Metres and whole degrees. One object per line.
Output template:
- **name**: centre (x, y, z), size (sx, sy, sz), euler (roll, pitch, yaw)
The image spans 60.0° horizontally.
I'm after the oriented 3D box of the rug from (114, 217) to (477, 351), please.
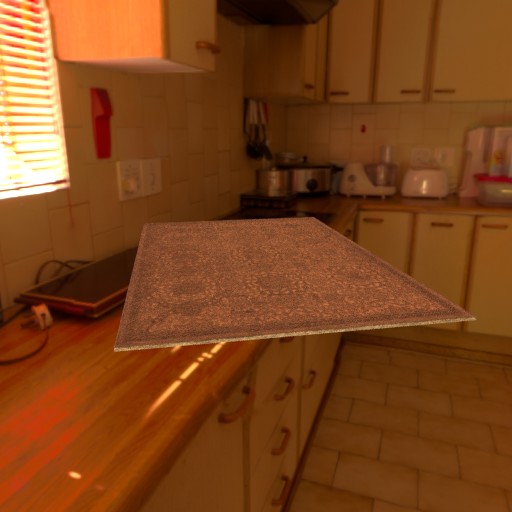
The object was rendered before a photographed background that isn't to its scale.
- **rug**: centre (0.000, 0.000, 2.284), size (1.208, 0.012, 1.819), euler (-3, 16, -10)
